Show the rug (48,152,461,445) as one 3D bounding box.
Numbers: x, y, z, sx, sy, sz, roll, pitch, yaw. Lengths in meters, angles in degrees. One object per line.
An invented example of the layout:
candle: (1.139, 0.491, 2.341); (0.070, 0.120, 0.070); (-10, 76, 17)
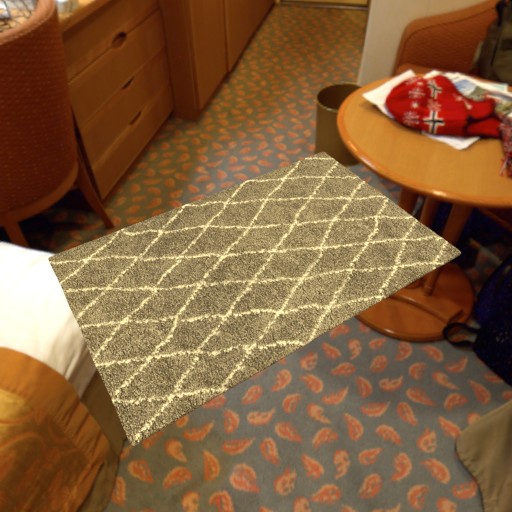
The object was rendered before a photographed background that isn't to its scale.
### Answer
rug: (0.000, 0.000, 3.076); (2.438, 0.030, 1.524); (-25, 51, -22)
